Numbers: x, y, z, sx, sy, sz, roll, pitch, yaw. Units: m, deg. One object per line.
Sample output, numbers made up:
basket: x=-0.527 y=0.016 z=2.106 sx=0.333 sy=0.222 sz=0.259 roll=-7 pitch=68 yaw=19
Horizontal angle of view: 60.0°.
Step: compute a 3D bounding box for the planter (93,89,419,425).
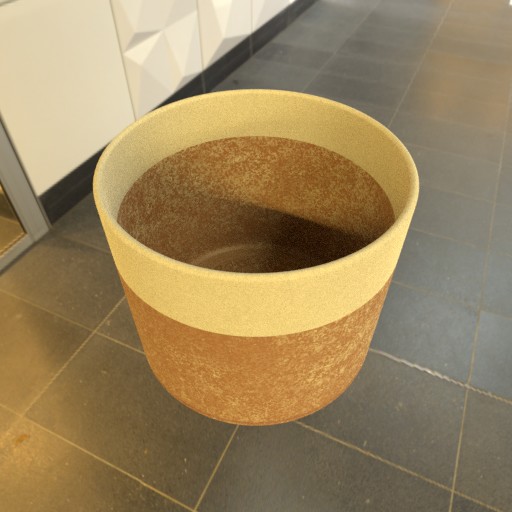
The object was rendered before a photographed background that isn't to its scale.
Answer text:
planter: x=0.000 y=0.000 z=0.270 sx=0.159 sy=0.138 sz=0.159 roll=0 pitch=46 yaw=0
